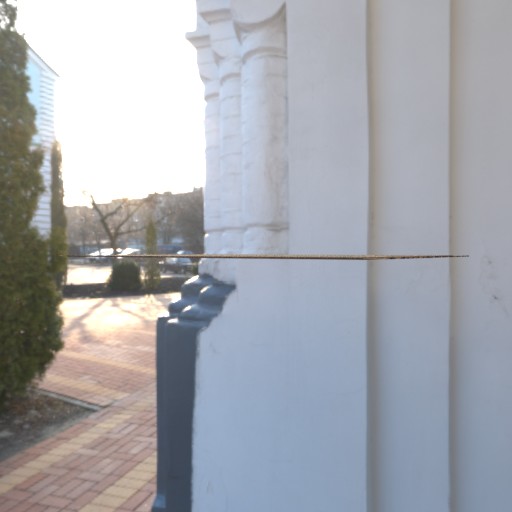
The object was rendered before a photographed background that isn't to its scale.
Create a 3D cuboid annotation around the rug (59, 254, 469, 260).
[{"bbox_3d":[0.000,0.000,3.089,2.434,0.010,1.516,0,1,37],"label":"rug"}]
